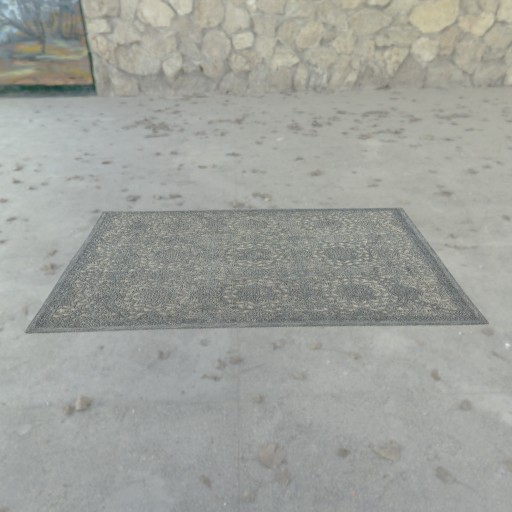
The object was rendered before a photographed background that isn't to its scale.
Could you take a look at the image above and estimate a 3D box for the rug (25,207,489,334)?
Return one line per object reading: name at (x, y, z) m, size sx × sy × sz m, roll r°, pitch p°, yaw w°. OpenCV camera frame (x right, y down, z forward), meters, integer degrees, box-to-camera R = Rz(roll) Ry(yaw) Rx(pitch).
rug at (0.000, 0.000, 3.030) m, size 2.498 × 0.022 × 1.535 m, roll -1°, pitch 30°, yaw -1°
